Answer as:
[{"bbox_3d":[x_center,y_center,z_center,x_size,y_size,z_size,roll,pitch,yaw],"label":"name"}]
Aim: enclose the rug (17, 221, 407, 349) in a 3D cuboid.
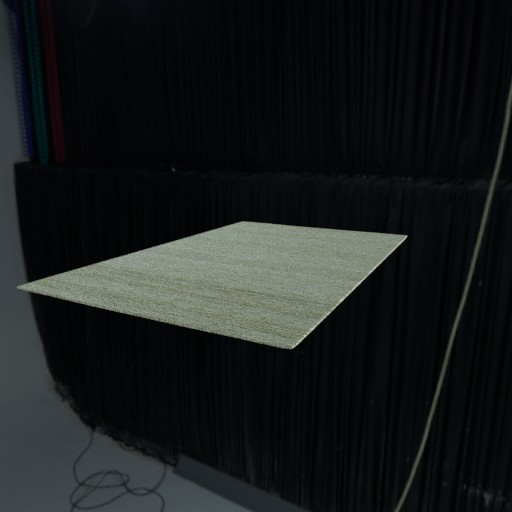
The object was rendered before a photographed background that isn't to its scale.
[{"bbox_3d":[0.000,0.000,2.173,1.143,0.010,1.758,7,15,27],"label":"rug"}]
